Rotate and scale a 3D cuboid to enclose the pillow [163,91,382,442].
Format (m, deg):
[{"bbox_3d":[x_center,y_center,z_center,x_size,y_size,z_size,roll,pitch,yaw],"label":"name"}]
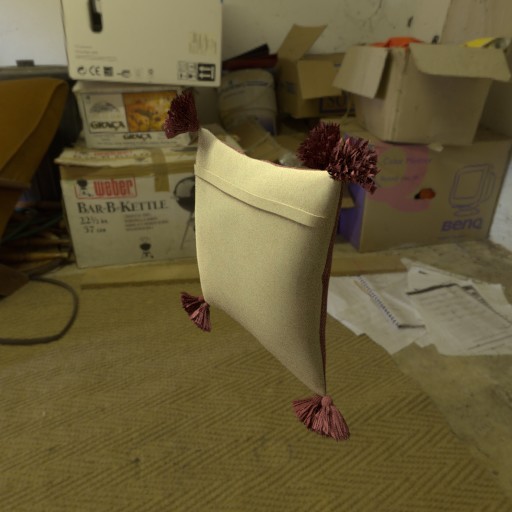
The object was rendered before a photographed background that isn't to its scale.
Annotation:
[{"bbox_3d":[0.000,0.000,0.980,0.138,0.659,0.641,-18,32,-32],"label":"pillow"}]
